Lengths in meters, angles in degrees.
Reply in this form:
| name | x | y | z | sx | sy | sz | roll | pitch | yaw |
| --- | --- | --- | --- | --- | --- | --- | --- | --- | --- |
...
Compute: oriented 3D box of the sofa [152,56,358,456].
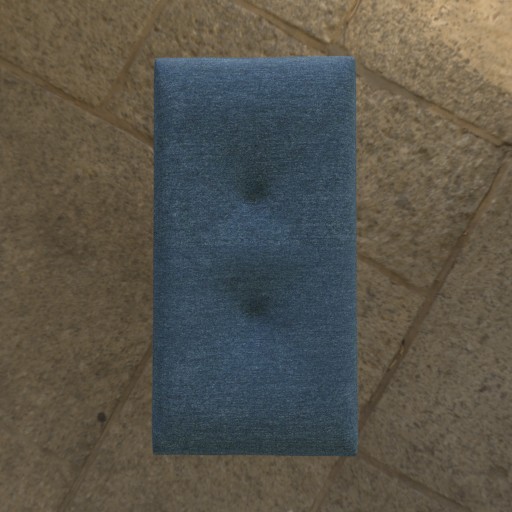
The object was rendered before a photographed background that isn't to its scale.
| name | x | y | z | sx | sy | sz | roll | pitch | yaw |
| --- | --- | --- | --- | --- | --- | --- | --- | --- | --- |
| sofa | 0.000 | 0.000 | 1.173 | 0.480 | 0.470 | 0.930 | 0 | 89 | 1 |
